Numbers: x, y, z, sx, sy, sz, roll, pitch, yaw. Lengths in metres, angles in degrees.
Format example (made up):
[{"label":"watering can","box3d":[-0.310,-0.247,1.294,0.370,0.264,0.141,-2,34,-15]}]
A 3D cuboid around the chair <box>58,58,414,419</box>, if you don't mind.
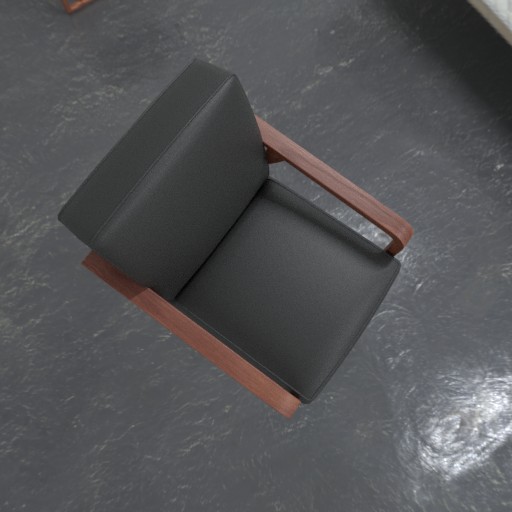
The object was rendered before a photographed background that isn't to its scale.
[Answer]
[{"label":"chair","box3d":[0.000,0.000,1.497,0.889,0.861,0.719,35,79,8]}]
